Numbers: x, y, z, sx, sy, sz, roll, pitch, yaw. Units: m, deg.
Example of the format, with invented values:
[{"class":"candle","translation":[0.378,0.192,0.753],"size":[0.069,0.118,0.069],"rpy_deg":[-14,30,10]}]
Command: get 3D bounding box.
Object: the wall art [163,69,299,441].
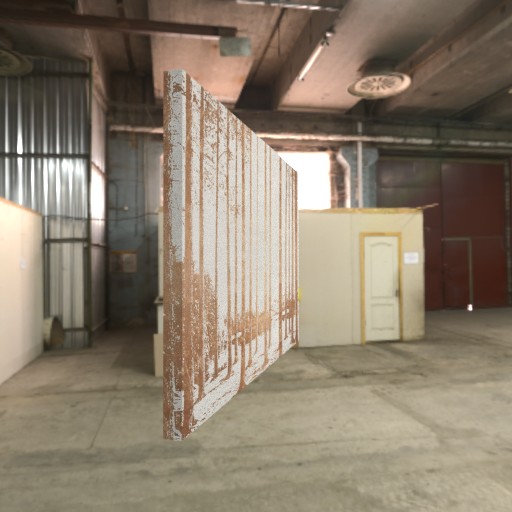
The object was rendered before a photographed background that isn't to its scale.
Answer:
[{"class":"wall art","translation":[0.000,0.000,1.164],"size":[0.035,0.609,0.914],"rpy_deg":[0,0,17]}]
